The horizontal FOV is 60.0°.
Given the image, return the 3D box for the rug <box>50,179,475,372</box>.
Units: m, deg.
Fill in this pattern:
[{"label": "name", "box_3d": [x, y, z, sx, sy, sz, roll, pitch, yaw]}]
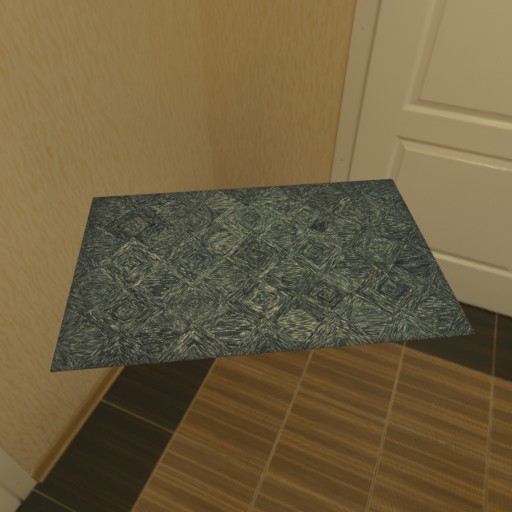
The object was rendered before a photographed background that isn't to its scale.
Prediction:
[{"label": "rug", "box_3d": [0.000, 0.000, 2.926, 2.330, 0.017, 1.478, -4, 46, -4]}]
